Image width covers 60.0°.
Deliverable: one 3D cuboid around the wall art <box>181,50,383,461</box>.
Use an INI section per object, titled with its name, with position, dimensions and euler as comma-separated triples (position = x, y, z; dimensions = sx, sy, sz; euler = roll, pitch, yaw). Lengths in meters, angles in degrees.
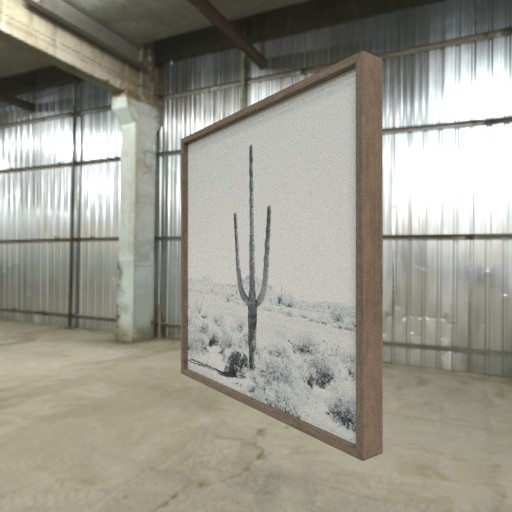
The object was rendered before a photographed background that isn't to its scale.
[wall art]
position = 0.000, 0.000, 0.766
dimensions = 0.038, 0.508, 0.508
euler = 0, 0, -35
